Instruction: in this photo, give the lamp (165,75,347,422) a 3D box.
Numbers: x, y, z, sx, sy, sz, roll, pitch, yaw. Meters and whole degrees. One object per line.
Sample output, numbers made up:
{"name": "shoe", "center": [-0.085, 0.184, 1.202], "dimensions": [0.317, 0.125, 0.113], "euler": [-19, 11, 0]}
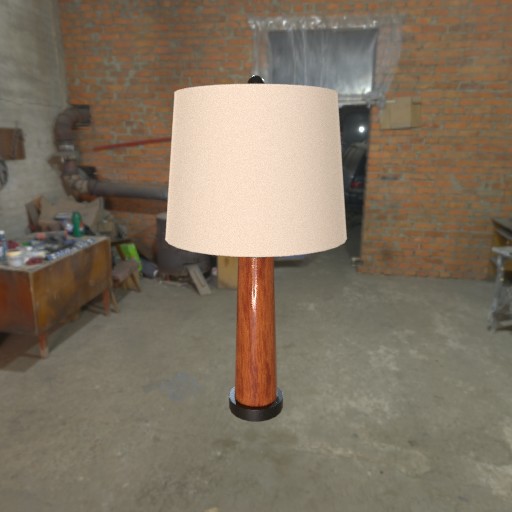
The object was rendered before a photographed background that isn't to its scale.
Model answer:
{"name": "lamp", "center": [0.000, 0.000, 0.876], "dimensions": [0.349, 0.667, 0.349], "euler": [0, 14, 0]}
